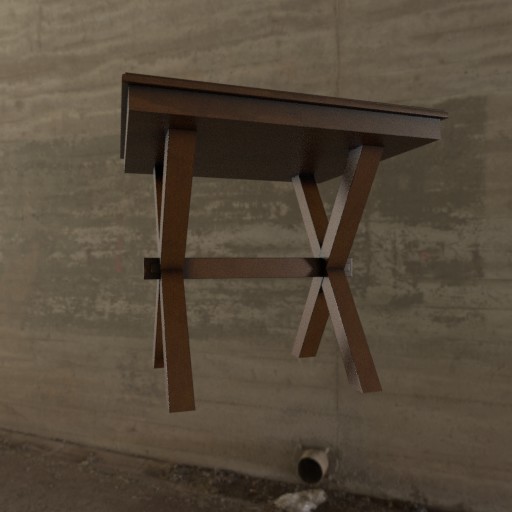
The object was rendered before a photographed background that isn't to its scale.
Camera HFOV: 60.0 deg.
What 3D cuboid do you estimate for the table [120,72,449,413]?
[{"bbox_3d":[0.000,0.000,1.030,0.602,0.562,0.560,0,0,-17],"label":"table"}]
